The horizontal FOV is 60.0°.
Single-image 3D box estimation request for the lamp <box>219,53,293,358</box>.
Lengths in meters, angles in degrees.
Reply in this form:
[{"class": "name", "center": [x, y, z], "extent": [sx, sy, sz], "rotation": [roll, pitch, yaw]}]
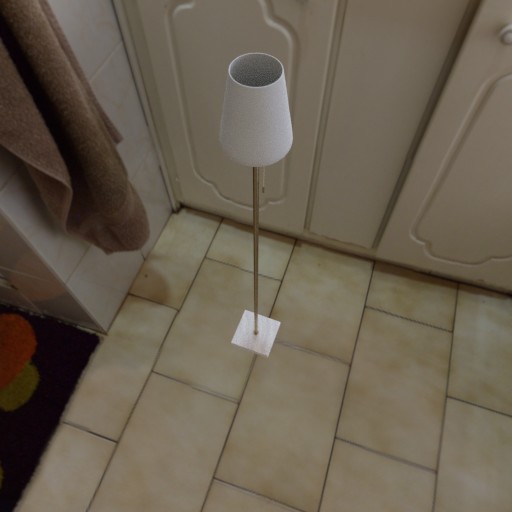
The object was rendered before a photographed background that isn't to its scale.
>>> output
[{"class": "lamp", "center": [0.000, 0.000, 1.896], "extent": [0.232, 1.813, 0.229], "rotation": [18, 60, 11]}]
